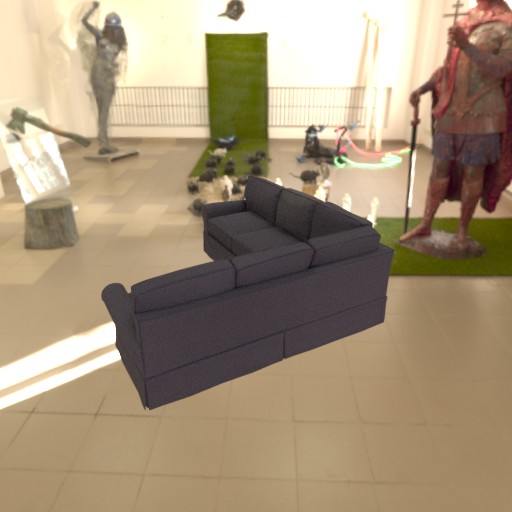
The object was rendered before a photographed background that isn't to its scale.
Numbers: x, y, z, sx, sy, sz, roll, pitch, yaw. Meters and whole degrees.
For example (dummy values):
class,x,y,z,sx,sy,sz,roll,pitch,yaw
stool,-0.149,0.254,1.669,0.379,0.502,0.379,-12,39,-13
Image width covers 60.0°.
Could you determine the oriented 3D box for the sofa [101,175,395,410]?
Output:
class,x,y,z,sx,sy,sz,roll,pitch,yaw
sofa,0.000,0.000,5.152,2.874,1.169,3.773,1,25,2
